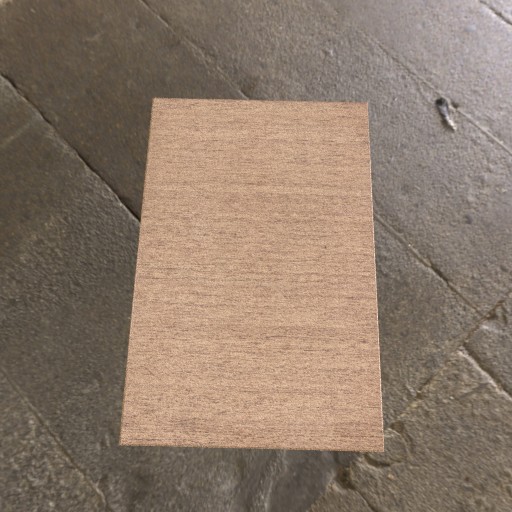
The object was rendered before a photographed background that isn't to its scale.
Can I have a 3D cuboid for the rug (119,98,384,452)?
[{"bbox_3d":[0.000,0.000,2.288,1.225,0.013,1.840,1,75,0],"label":"rug"}]
